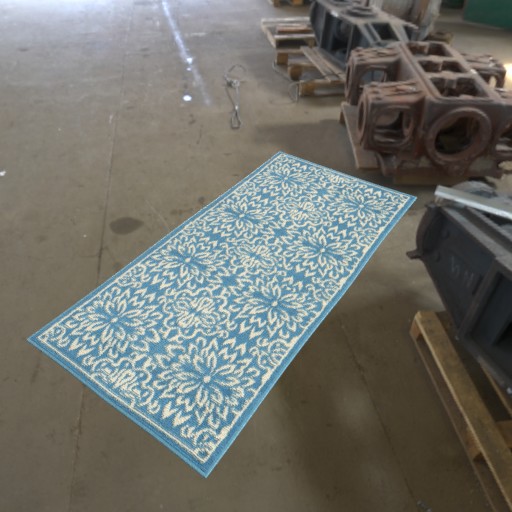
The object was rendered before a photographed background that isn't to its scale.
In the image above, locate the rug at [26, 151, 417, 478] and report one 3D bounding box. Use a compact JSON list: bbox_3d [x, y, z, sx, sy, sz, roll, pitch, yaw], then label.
[{"bbox_3d":[0.000,0.000,1.391,0.604,0.007,1.219,25,47,25],"label":"rug"}]
